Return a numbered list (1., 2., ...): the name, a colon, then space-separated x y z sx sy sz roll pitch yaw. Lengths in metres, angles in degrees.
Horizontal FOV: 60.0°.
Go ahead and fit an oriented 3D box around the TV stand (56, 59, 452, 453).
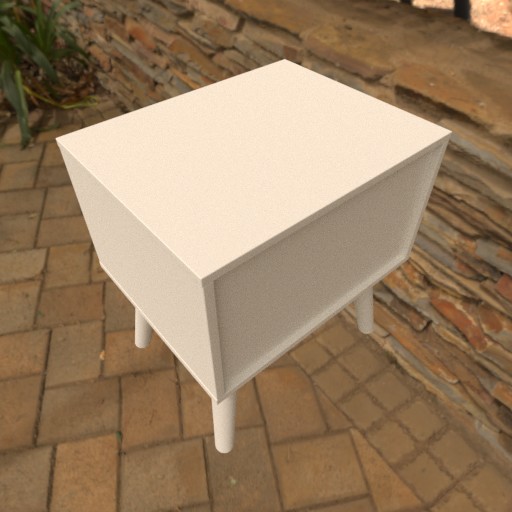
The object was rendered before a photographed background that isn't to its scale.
1. TV stand: 0.000 0.000 0.921 0.508 0.559 0.405 -31 52 -27
